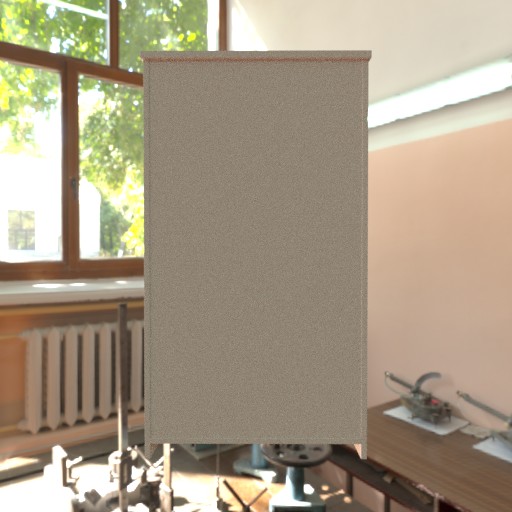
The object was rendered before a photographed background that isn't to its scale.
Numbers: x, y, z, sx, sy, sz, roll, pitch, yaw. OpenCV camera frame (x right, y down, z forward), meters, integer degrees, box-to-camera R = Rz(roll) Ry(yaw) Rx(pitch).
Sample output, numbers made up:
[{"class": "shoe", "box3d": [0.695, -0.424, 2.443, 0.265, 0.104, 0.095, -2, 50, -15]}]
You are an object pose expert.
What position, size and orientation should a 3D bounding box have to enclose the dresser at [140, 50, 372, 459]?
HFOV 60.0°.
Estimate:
[{"class": "dresser", "box3d": [0.000, 0.000, 1.556, 0.704, 1.255, 0.399, 0, 1, 0]}]
